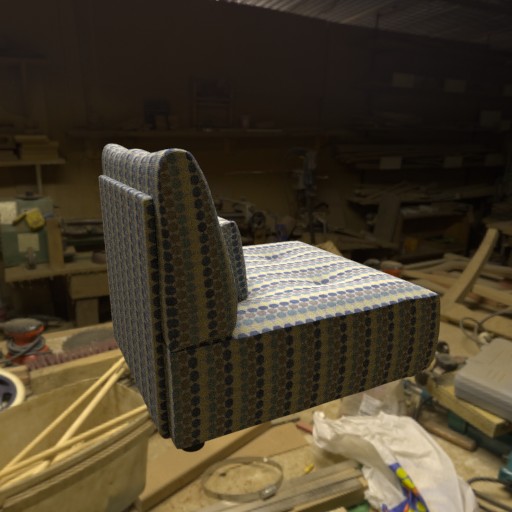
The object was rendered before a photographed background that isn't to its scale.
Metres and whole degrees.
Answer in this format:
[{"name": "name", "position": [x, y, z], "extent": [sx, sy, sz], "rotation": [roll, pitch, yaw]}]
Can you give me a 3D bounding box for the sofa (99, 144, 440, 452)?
[{"name": "sofa", "position": [0.000, 0.000, 1.702], "extent": [1.000, 0.830, 0.930], "rotation": [-8, 17, -26]}]
